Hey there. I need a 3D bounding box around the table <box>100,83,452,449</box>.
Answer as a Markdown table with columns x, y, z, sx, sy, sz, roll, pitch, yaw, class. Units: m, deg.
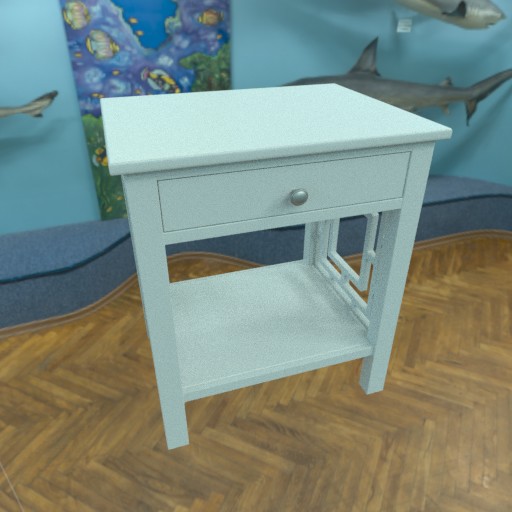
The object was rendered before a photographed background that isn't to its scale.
| x | y | z | sx | sy | sz | roll | pitch | yaw | class |
| --- | --- | --- | --- | --- | --- | --- | --- | --- | --- |
| 0.000 | 0.000 | 1.018 | 0.564 | 0.646 | 0.451 | -10 | 33 | -16 | table |
